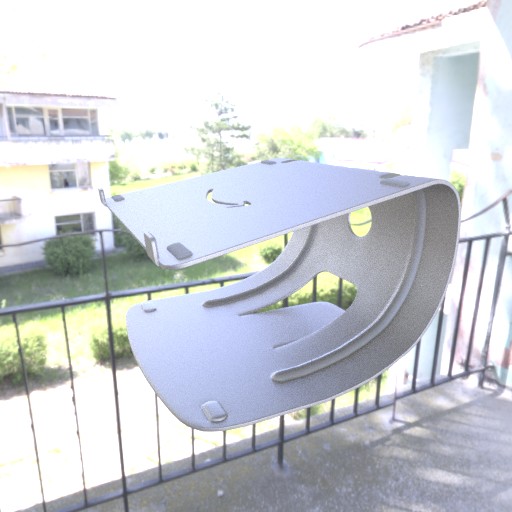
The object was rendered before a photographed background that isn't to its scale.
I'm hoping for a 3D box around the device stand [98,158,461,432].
[{"bbox_3d":[0.000,0.000,0.404,0.236,0.155,0.256,-8,18,-25],"label":"device stand"}]
